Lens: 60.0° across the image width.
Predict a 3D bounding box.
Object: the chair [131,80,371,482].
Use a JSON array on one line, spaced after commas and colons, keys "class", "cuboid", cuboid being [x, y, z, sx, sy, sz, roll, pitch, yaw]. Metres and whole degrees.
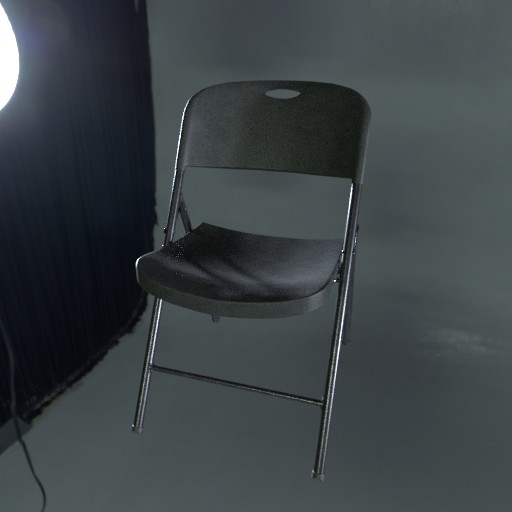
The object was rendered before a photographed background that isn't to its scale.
[{"class": "chair", "cuboid": [0.000, 0.000, 1.134, 0.494, 0.810, 0.566, 7, 26, 16]}]
